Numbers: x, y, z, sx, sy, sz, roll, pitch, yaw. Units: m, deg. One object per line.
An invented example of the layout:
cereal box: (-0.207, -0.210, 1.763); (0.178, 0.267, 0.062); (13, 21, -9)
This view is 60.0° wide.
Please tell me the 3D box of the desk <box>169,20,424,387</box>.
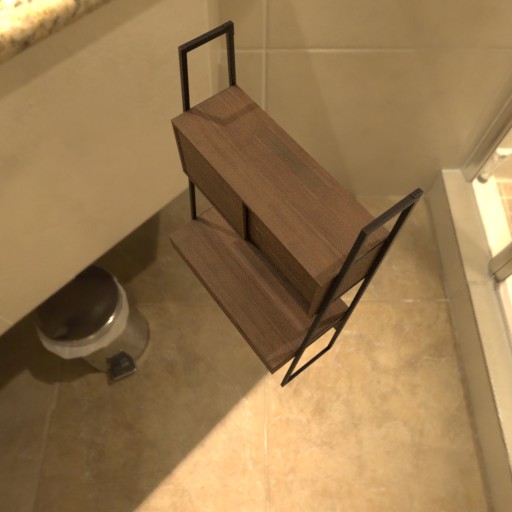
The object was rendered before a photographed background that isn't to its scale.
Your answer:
desk: (0.000, 0.000, 2.233); (0.515, 1.809, 0.982); (-35, 69, -16)
